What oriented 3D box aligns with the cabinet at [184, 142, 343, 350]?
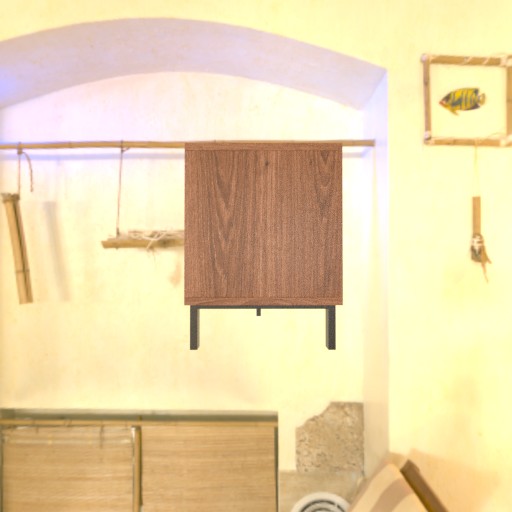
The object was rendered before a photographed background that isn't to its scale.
[{"bbox_3d":[0.000,0.000,1.855,0.400,0.500,1.650,0,-1,0],"label":"cabinet"}]
